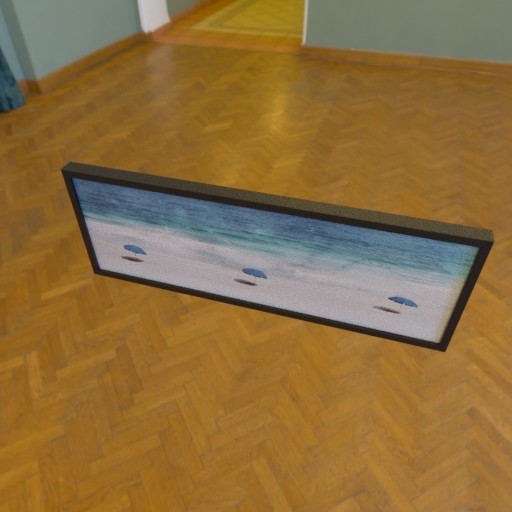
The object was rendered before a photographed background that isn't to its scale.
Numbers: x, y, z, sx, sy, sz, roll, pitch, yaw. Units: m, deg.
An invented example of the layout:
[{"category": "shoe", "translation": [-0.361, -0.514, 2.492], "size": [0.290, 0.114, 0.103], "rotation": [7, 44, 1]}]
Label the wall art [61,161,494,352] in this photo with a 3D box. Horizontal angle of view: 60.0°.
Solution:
[{"category": "wall art", "translation": [0.000, 0.000, 0.962], "size": [0.860, 0.303, 0.037], "rotation": [11, 42, 13]}]
